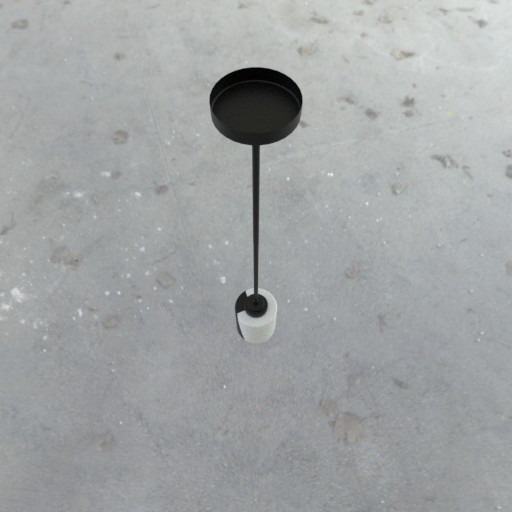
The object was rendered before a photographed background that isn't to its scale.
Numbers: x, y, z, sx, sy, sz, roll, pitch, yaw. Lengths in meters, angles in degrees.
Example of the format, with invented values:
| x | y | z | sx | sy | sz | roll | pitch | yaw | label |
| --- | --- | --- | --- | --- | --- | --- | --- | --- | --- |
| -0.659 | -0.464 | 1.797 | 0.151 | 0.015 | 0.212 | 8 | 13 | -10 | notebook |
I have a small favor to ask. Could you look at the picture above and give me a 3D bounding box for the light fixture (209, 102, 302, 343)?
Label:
| x | y | z | sx | sy | sz | roll | pitch | yaw | label |
| --- | --- | --- | --- | --- | --- | --- | --- | --- | --- |
| 0.000 | 0.000 | 0.963 | 0.123 | 0.863 | 0.123 | -15 | 62 | -8 | light fixture |
